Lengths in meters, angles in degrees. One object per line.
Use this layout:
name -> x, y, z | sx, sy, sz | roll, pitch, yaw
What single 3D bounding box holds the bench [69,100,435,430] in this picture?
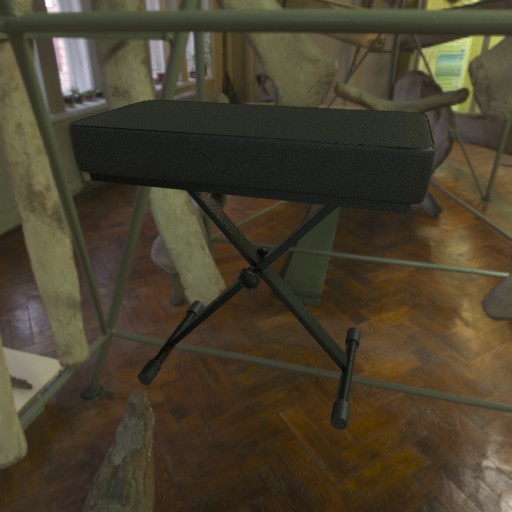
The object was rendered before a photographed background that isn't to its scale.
bench -> 0.000, 0.000, 0.930 | 0.600, 0.561, 0.300 | 8, 29, 15
